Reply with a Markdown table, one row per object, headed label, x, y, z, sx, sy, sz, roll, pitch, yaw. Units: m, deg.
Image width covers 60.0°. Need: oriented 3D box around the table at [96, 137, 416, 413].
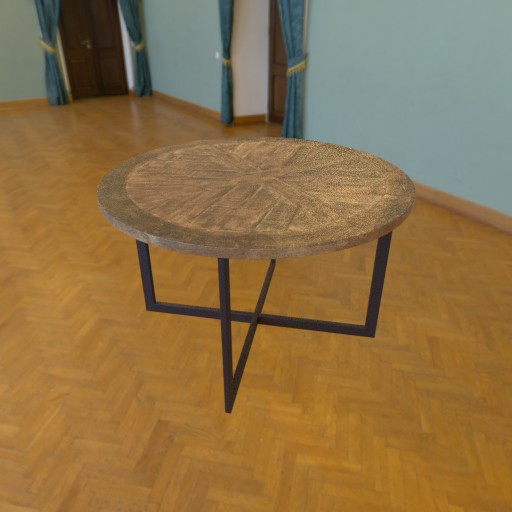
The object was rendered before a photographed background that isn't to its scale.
| label | x | y | z | sx | sy | sz | roll | pitch | yaw |
| --- | --- | --- | --- | --- | --- | --- | --- | --- | --- |
| table | 0.000 | 0.000 | 2.024 | 1.264 | 0.762 | 1.264 | 0 | 29 | 0 |
